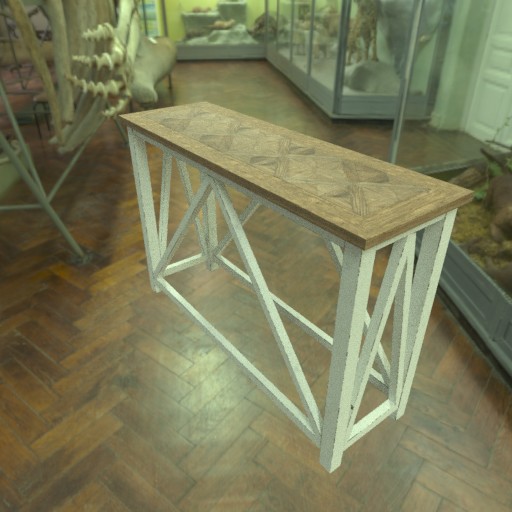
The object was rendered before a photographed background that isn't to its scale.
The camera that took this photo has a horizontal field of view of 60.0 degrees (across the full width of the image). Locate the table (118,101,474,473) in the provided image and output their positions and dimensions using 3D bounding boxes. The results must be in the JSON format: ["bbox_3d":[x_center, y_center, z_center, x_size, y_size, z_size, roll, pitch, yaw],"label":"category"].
[{"bbox_3d":[0.000,0.000,1.823,0.450,0.930,1.400,-22,38,-31],"label":"table"}]
